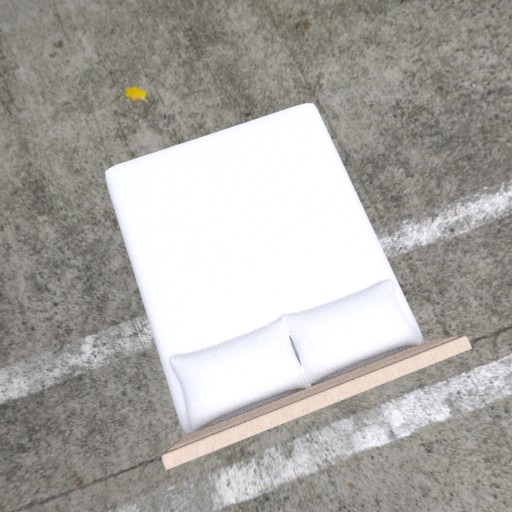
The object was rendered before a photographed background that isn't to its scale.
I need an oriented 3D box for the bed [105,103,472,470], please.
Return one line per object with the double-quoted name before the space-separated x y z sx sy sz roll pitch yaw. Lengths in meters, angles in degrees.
"bed" 0.000 0.000 2.813 1.616 1.016 1.876 -20 76 -5
